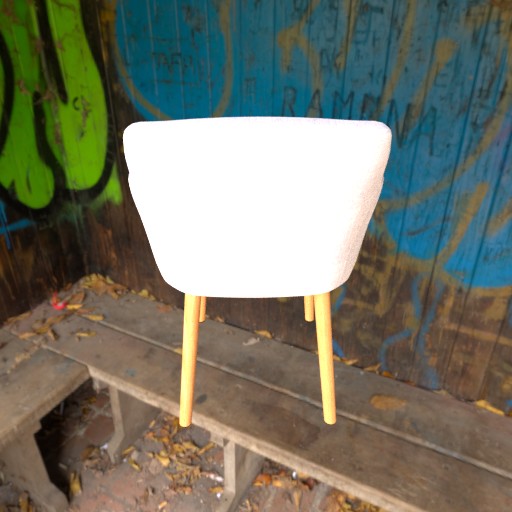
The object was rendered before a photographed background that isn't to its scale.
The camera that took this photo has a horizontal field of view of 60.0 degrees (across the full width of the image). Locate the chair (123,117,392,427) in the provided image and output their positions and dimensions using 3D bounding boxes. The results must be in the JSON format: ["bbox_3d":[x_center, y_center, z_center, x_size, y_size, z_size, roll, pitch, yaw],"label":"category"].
[{"bbox_3d":[0.000,0.000,1.130,0.570,0.780,0.540,0,29,-1],"label":"chair"}]
